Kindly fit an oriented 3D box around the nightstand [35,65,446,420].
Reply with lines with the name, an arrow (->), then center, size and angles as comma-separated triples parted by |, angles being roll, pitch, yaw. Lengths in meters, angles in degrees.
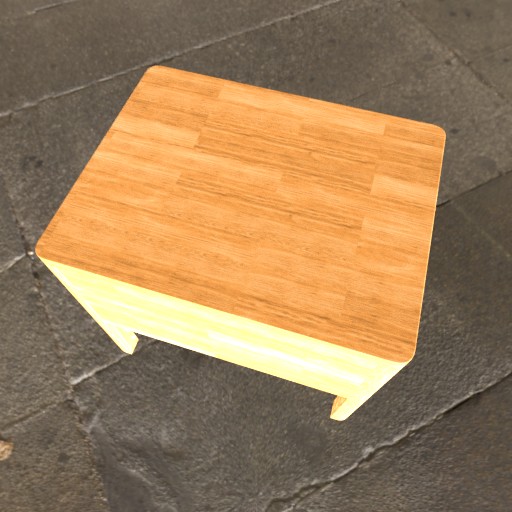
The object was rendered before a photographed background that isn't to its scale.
nightstand -> 0.000, 0.000, 0.918 | 0.560, 0.470, 0.440 | 15, 62, 8
